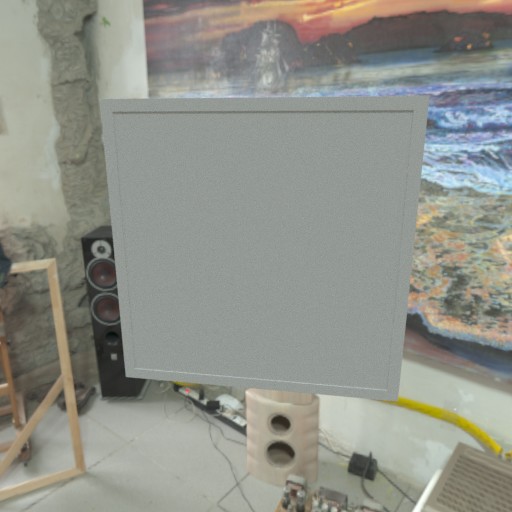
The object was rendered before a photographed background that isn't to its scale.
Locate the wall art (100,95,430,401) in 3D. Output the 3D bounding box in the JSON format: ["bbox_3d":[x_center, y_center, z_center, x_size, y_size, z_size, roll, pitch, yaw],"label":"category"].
[{"bbox_3d":[0.000,0.000,0.979,0.660,0.660,0.015,3,17,9],"label":"wall art"}]
